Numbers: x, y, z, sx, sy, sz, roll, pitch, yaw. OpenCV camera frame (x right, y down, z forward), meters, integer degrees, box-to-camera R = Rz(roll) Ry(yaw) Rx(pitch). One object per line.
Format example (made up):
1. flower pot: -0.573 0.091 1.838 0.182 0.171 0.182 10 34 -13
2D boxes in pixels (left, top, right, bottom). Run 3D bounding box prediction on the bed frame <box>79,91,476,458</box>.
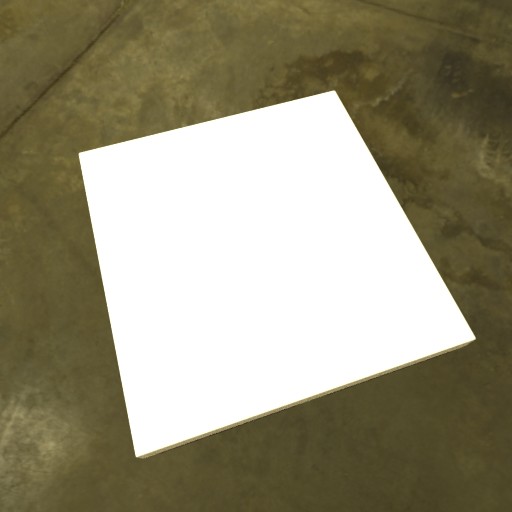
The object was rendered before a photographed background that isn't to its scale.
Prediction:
1. bed frame: 0.000 0.000 3.030 1.930 0.559 2.032 -16 64 -8
